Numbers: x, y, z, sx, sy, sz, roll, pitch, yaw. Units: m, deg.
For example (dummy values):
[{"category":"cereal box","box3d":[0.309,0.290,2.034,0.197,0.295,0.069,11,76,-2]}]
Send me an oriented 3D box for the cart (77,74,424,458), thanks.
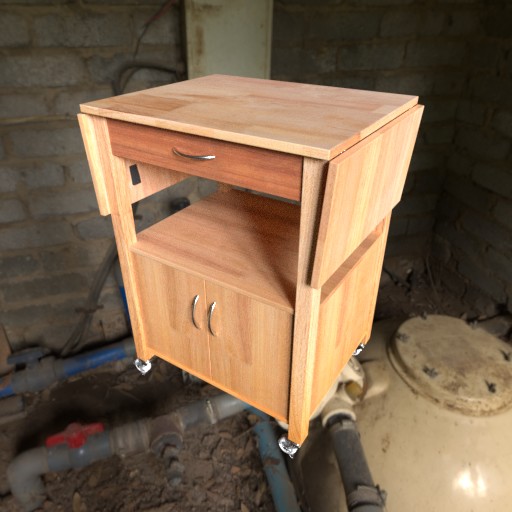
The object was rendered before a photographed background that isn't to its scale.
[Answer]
[{"category":"cart","box3d":[0.000,0.000,1.237,0.640,0.838,0.508,18,36,28]}]
